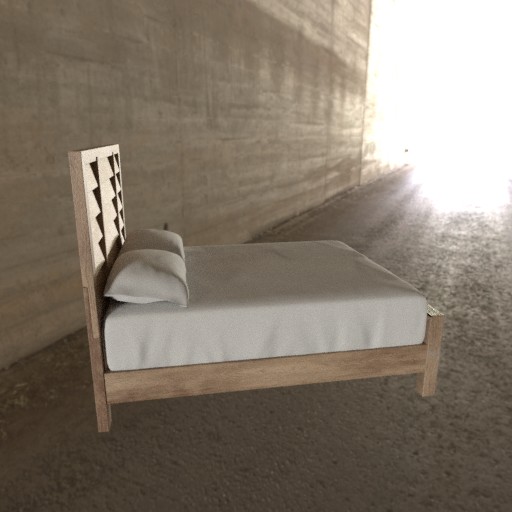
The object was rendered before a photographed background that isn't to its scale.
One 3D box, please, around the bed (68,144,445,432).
[{"bbox_3d":[0.000,0.000,3.372,2.197,1.626,1.626,-3,16,-10],"label":"bed"}]
